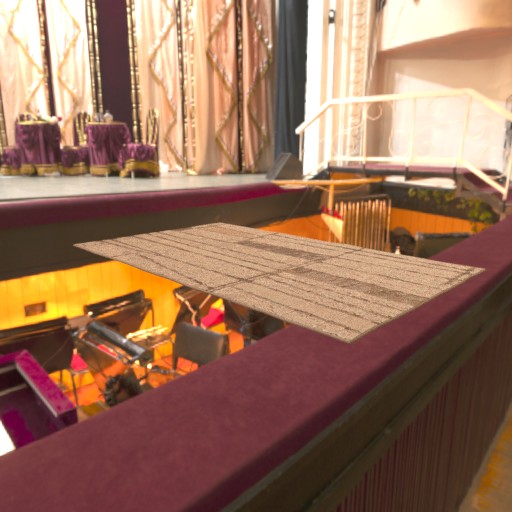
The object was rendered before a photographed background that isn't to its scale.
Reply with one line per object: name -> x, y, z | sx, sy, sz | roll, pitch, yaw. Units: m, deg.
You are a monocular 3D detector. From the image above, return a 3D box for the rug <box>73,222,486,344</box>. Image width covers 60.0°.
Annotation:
rug -> 0.000, 0.000, 1.057 | 0.515, 0.007, 0.867 | -13, 19, -43
